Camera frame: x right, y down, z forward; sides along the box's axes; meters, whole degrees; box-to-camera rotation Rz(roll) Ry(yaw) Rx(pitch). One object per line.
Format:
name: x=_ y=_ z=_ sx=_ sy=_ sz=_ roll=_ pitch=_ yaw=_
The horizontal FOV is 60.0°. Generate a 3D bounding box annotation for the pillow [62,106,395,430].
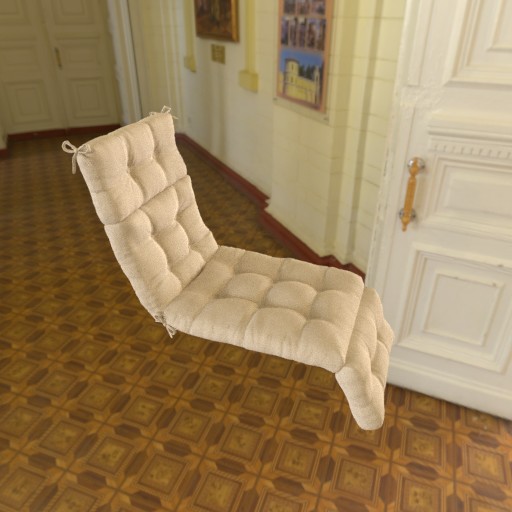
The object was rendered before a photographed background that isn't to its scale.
pillow: x=0.000 y=0.000 z=1.535 sx=1.016 sy=0.863 sz=0.526 roll=10 pitch=32 yaw=17
